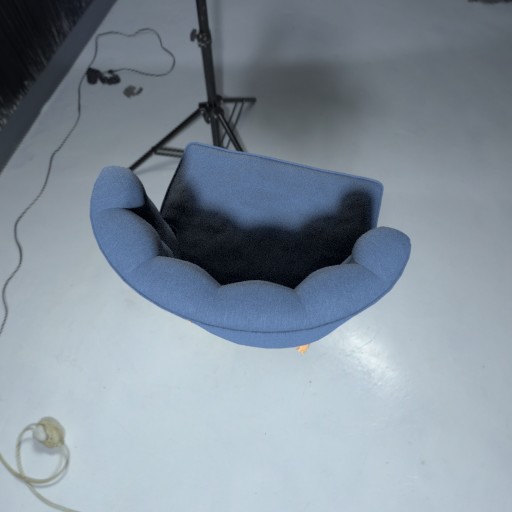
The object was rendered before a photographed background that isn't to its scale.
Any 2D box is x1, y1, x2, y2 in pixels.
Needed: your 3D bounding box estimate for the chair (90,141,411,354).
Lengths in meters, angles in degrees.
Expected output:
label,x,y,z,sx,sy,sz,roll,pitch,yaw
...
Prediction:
label,x,y,z,sx,sy,sz,roll,pitch,yaw
chair,0.000,0.000,1.351,0.740,0.771,0.718,14,63,7
